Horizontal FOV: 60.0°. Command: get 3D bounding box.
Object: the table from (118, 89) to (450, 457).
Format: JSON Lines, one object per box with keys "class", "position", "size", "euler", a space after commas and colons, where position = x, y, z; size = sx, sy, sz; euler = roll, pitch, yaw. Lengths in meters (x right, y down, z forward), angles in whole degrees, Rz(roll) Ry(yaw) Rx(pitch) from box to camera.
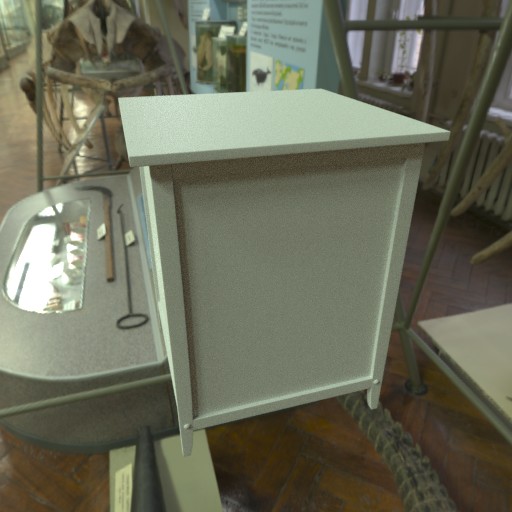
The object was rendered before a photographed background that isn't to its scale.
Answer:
{"class": "table", "position": [0.000, 0.000, 0.766], "size": [0.381, 0.483, 0.381], "euler": [-8, 29, -15]}
